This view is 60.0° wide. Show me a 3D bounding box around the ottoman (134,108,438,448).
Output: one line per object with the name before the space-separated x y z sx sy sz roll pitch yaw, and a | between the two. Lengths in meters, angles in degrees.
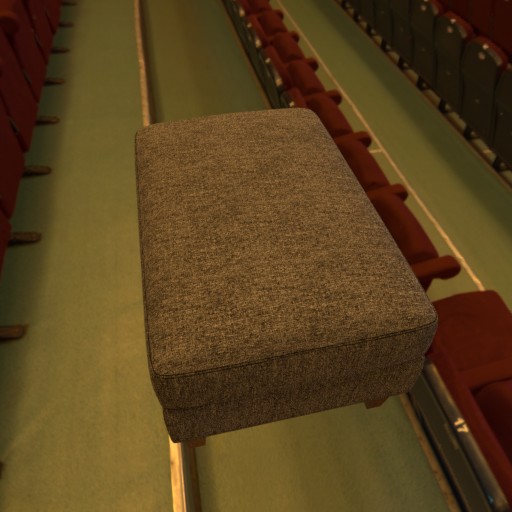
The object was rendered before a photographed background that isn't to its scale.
ottoman | 0.000 0.000 1.219 0.584 0.483 0.864 -9 48 -8
